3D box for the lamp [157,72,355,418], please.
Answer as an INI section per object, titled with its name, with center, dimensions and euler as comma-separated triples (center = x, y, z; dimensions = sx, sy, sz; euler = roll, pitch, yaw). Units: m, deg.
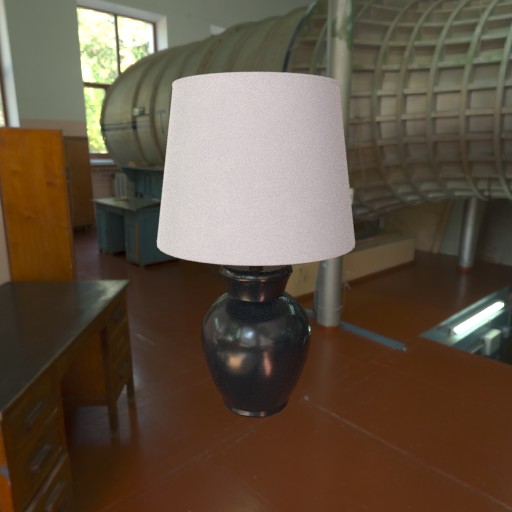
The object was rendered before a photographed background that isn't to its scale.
[lamp]
center = 0.000, 0.000, 0.552
dimensions = 0.239, 0.399, 0.239
euler = 0, 14, 0
